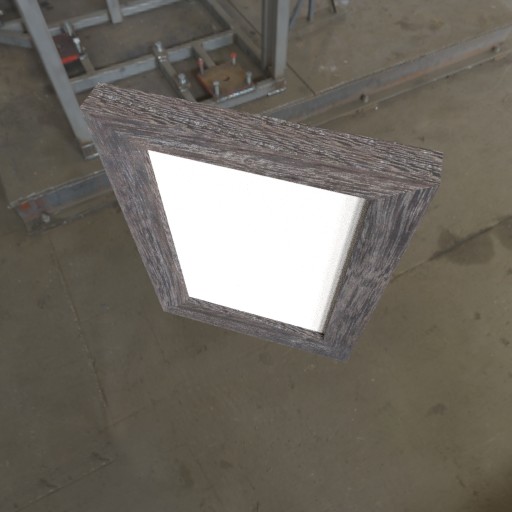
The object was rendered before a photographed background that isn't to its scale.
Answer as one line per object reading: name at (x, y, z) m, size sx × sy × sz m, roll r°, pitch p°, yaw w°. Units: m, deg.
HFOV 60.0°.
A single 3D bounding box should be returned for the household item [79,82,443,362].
household item at (0.000, 0.000, 0.238) m, size 0.133 × 0.180 × 0.020 m, roll 14°, pitch 59°, yaw 9°
